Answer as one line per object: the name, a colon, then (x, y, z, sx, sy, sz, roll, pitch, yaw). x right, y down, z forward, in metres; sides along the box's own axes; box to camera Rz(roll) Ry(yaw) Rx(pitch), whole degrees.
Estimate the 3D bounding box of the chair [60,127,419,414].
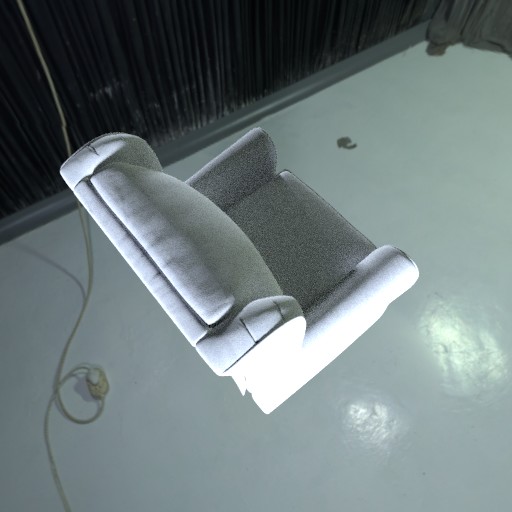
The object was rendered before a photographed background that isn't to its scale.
chair: (0.000, 0.000, 1.645, 0.854, 0.967, 0.906, -35, 66, -19)
